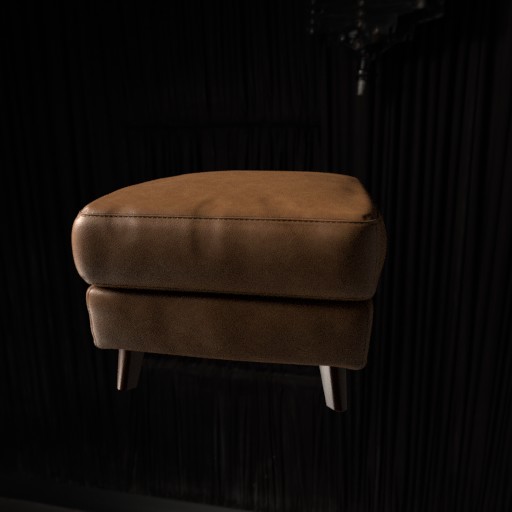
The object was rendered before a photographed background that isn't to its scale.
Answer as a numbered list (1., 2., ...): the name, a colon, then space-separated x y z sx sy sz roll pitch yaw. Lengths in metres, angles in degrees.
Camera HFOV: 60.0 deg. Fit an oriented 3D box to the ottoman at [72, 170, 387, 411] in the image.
1. ottoman: 0.000 0.000 1.241 0.630 0.461 0.869 2 15 9
